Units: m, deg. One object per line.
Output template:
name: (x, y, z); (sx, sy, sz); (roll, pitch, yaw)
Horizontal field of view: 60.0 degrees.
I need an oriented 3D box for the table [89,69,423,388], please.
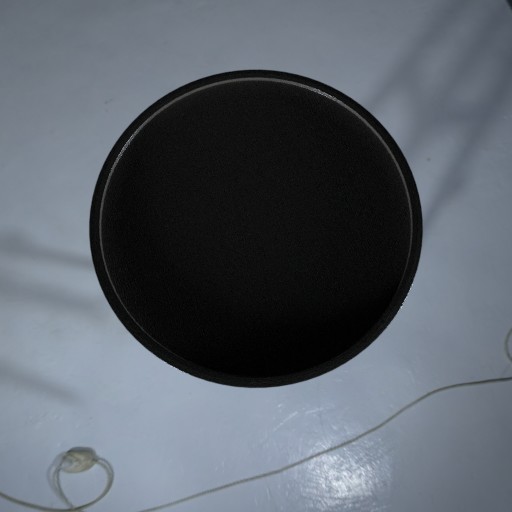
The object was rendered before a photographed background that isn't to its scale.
table: (0.000, 0.000, 0.923); (0.500, 0.531, 0.500); (0, 76, 0)
